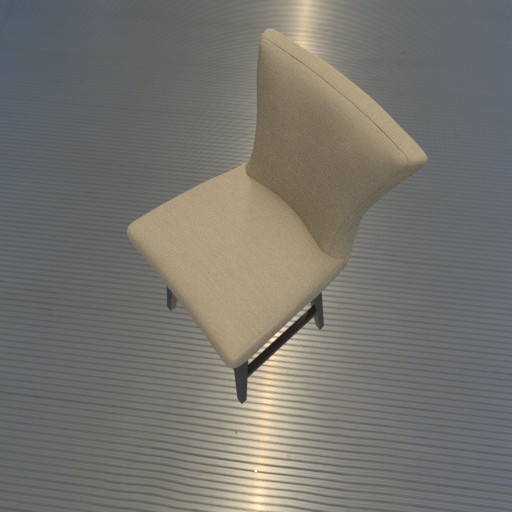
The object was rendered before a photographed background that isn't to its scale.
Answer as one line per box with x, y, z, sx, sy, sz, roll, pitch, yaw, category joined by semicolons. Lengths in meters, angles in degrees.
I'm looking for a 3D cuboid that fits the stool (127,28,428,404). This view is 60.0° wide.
0.000;0.000;1.388;0.574;1.086;0.514;-36;69;-16;stool
